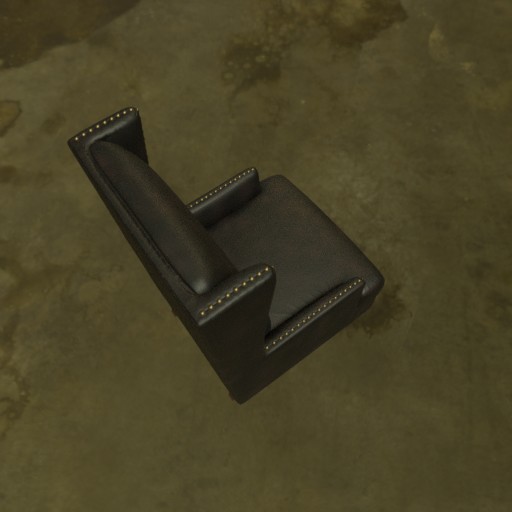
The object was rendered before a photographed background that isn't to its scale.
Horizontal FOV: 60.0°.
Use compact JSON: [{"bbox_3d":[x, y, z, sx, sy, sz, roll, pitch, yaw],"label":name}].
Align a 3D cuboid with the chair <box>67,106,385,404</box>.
[{"bbox_3d":[0.000,0.000,1.656,0.799,1.142,0.703,-32,64,-18],"label":"chair"}]
